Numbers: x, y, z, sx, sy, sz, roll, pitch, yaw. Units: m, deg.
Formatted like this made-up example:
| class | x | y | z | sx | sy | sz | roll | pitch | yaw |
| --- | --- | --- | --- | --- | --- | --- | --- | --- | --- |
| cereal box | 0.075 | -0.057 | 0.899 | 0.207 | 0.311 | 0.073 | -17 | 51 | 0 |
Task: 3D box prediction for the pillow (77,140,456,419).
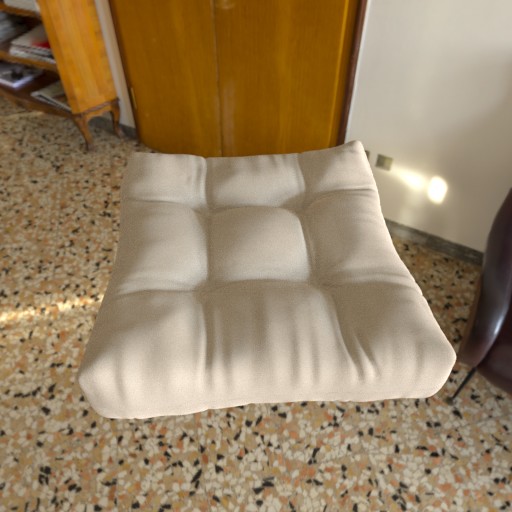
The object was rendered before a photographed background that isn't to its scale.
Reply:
| class | x | y | z | sx | sy | sz | roll | pitch | yaw |
| --- | --- | --- | --- | --- | --- | --- | --- | --- | --- |
| pillow | 0.000 | 0.000 | 0.708 | 0.468 | 0.128 | 0.490 | -3 | 46 | -3 |
